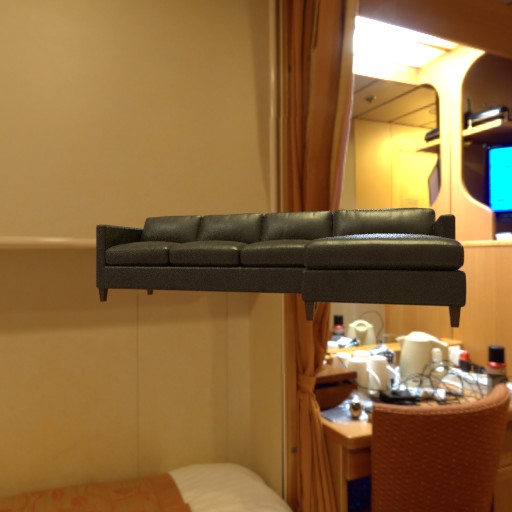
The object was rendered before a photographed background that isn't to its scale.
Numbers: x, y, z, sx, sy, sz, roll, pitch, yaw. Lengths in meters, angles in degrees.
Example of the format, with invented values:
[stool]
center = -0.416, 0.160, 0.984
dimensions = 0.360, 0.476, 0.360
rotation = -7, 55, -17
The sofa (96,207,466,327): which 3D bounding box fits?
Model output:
[sofa]
center = 0.000, 0.000, 3.905
dimensions = 3.203, 0.883, 1.581
rotation = 0, 0, 19
